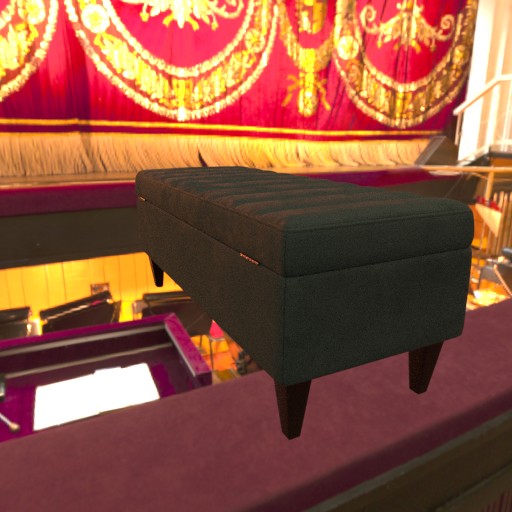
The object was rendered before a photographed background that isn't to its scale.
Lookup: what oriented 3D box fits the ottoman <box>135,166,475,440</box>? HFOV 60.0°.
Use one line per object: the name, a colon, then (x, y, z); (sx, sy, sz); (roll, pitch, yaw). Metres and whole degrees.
ottoman: (0.000, 0.000, 1.368); (0.482, 0.469, 1.151); (-8, 17, -26)
